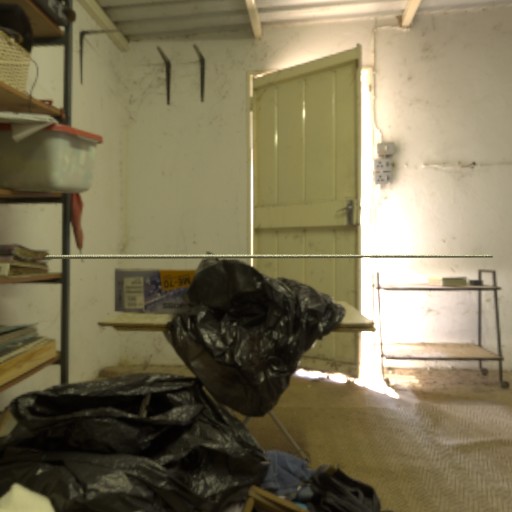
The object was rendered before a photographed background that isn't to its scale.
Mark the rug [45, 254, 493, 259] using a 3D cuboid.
[{"bbox_3d":[0.000,0.000,2.212,1.747,0.011,1.217,0,0,-17],"label":"rug"}]
